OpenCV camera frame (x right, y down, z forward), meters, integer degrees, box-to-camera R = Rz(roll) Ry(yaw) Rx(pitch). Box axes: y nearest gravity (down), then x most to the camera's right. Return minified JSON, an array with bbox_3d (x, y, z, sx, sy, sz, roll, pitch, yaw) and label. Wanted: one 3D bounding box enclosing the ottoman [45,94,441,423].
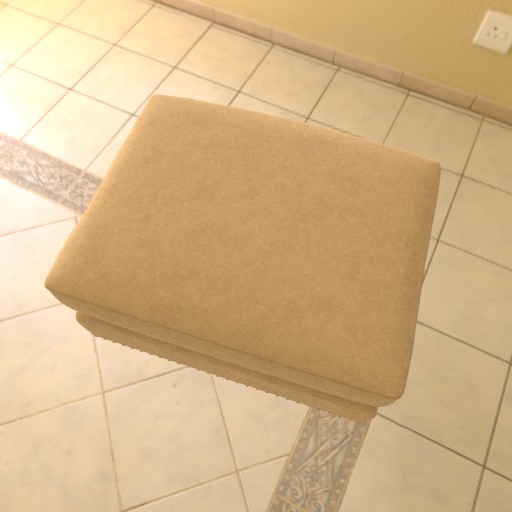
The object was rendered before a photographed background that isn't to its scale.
[{"bbox_3d":[0.000,0.000,1.120,0.741,0.513,0.584,16,65,8],"label":"ottoman"}]
